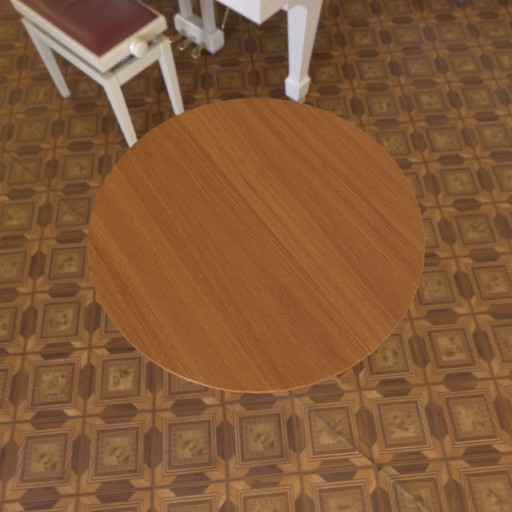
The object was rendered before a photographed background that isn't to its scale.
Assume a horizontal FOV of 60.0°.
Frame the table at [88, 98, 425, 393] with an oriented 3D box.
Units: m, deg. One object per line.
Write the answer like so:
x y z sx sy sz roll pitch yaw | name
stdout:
0.000 0.000 1.580 1.029 0.490 1.029 0 64 0 | table
